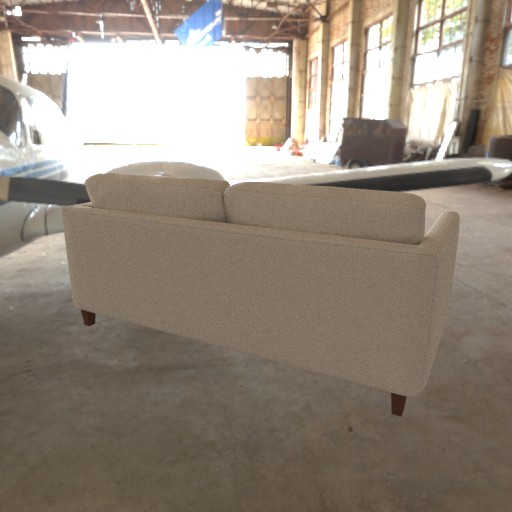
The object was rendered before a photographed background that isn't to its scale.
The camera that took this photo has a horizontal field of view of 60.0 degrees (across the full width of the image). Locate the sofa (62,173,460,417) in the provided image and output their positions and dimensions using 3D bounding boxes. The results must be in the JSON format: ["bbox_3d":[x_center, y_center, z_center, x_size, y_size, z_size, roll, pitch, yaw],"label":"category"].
[{"bbox_3d":[0.000,0.000,2.467,1.981,0.889,0.965,9,18,27],"label":"sofa"}]
